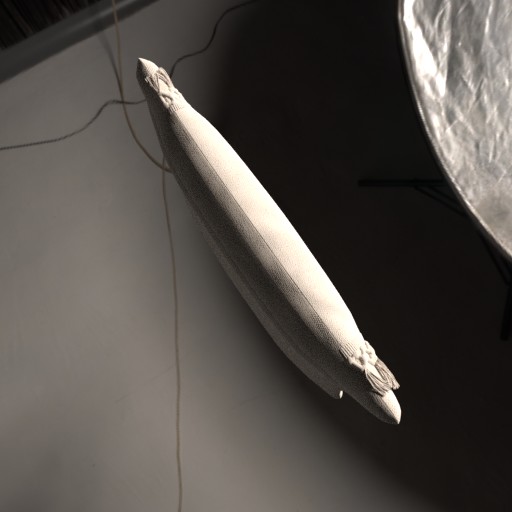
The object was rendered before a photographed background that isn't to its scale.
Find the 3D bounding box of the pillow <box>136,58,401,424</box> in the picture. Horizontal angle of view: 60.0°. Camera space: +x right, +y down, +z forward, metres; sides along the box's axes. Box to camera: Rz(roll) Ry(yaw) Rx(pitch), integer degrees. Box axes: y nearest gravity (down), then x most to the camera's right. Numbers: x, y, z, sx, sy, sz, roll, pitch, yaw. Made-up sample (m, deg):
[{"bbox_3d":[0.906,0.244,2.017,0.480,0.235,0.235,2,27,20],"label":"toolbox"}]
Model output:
[{"bbox_3d":[0.000,0.000,0.590,0.084,0.305,0.466,-33,79,-8],"label":"pillow"}]
